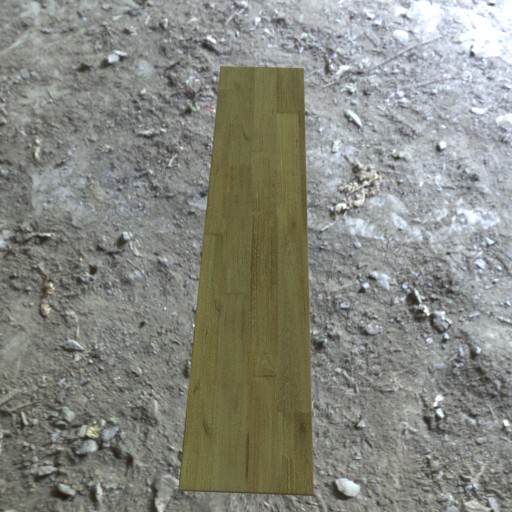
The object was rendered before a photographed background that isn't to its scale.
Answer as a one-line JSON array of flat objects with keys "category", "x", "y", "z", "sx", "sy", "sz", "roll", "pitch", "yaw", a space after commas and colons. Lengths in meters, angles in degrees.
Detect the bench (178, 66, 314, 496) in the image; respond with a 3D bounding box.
[{"category": "bench", "x": 0.000, "y": 0.000, "z": 1.807, "sx": 0.378, "sy": 0.431, "sz": 1.698, "roll": 2, "pitch": 63, "yaw": 1}]
